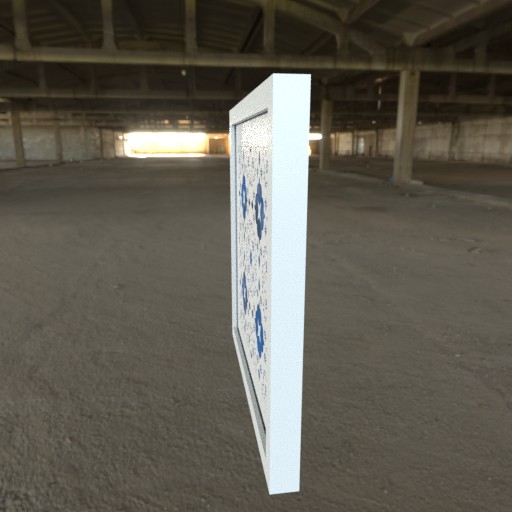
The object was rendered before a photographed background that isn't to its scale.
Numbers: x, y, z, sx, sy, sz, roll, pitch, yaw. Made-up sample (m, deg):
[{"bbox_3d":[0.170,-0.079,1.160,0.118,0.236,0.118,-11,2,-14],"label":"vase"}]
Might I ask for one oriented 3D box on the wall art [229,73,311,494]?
[{"bbox_3d":[0.000,0.000,0.529,0.027,0.355,0.355,-2,14,-8],"label":"wall art"}]
